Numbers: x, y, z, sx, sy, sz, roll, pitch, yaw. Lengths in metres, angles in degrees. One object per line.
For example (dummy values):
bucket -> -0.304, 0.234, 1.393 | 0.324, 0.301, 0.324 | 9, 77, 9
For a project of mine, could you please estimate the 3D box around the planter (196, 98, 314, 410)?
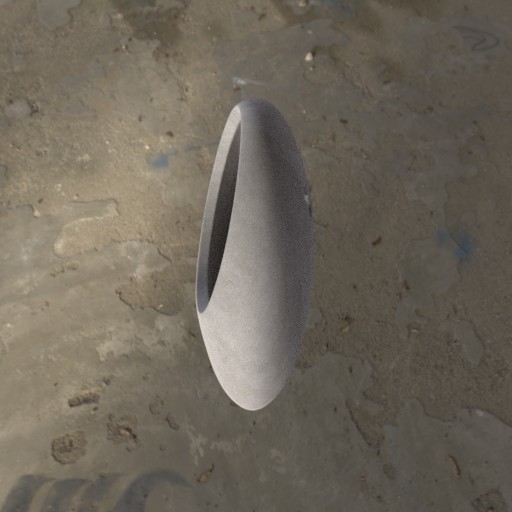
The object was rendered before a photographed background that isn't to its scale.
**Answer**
planter -> 0.000, 0.000, 0.282 | 0.071, 0.188, 0.185 | 2, 58, 1
